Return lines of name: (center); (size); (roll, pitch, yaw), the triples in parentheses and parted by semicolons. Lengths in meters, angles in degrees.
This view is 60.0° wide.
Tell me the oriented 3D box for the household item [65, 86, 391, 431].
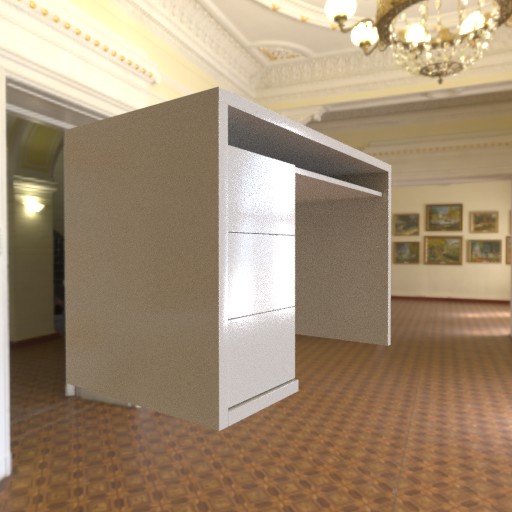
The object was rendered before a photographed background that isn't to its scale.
household item: (0.000, 0.000, 1.581); (0.597, 0.749, 1.100); (1, 1, 36)
